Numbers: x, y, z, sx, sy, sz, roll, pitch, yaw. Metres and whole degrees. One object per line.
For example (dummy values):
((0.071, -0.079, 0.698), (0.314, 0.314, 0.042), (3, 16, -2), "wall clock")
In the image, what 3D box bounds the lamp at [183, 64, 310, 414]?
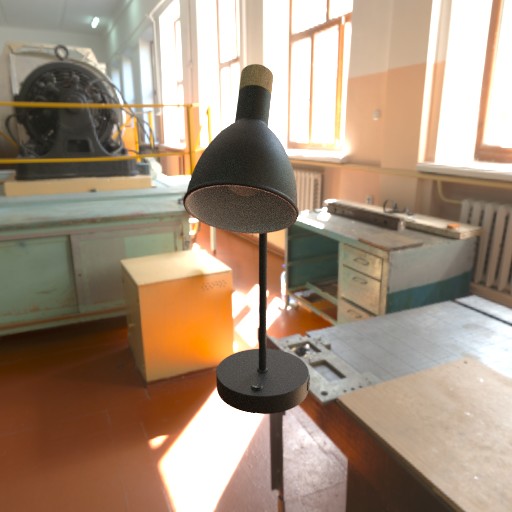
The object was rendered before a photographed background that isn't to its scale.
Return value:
((0.000, 0.000, 0.602), (0.152, 0.483, 0.287), (3, 16, 10), "lamp")
